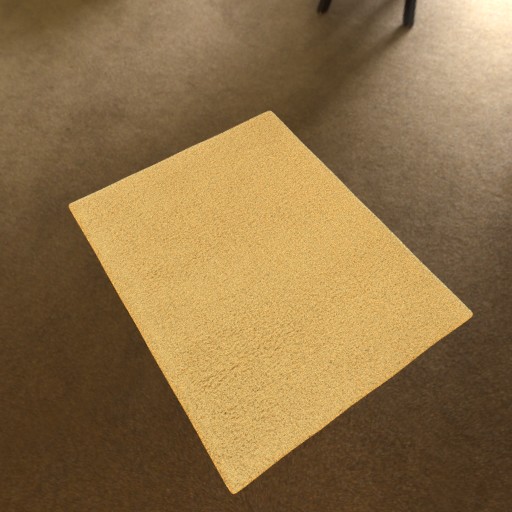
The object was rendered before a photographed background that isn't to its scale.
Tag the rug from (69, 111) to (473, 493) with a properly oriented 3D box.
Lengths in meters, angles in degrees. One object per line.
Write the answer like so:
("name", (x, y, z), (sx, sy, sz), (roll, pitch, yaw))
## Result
("rug", (0.000, 0.000, 4.080), (2.438, 0.029, 3.047), (-30, 64, -17))
